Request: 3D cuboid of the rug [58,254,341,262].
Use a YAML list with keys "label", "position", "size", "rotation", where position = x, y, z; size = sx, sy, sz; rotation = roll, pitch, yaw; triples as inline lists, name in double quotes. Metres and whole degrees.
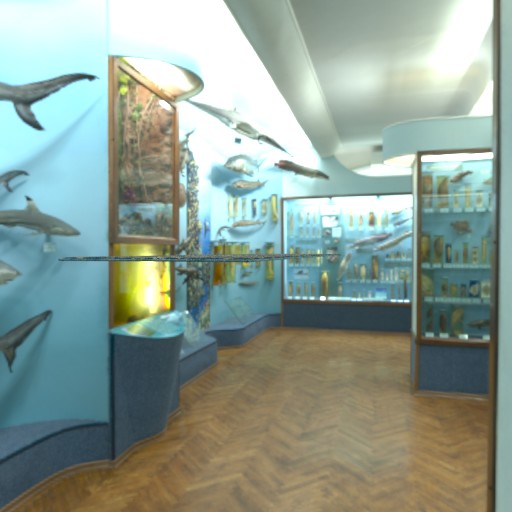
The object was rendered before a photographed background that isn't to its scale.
- label: "rug"
  position: [0.000, 0.000, 2.487]
  size: [0.685, 0.014, 2.292]
  rotation: [0, 1, 17]
